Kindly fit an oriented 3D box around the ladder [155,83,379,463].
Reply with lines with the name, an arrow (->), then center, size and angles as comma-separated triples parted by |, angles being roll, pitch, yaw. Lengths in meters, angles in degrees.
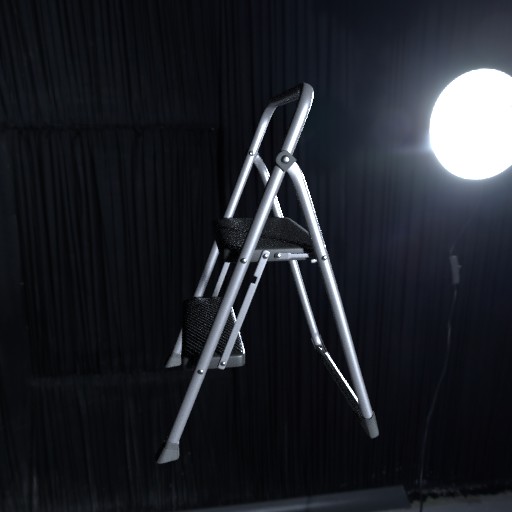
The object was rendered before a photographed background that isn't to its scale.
ladder -> 0.000, 0.000, 1.024 | 0.472, 0.720, 0.430 | -2, 15, -8
